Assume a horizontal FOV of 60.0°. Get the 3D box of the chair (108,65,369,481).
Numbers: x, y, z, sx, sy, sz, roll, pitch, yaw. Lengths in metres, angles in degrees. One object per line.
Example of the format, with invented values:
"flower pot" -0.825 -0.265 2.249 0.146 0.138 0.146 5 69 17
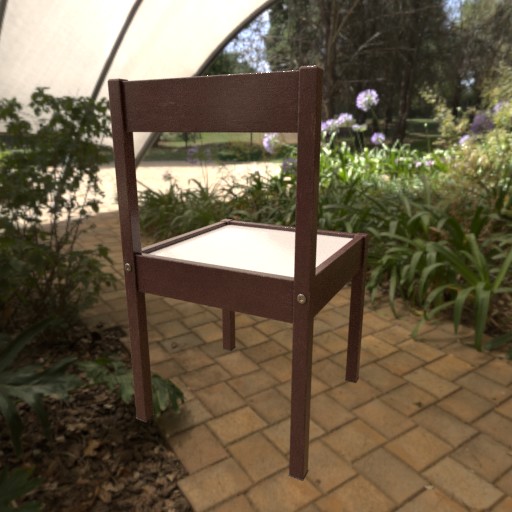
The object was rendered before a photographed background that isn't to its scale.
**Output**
"chair" 0.000 0.000 0.694 0.285 0.505 0.285 8 18 26
